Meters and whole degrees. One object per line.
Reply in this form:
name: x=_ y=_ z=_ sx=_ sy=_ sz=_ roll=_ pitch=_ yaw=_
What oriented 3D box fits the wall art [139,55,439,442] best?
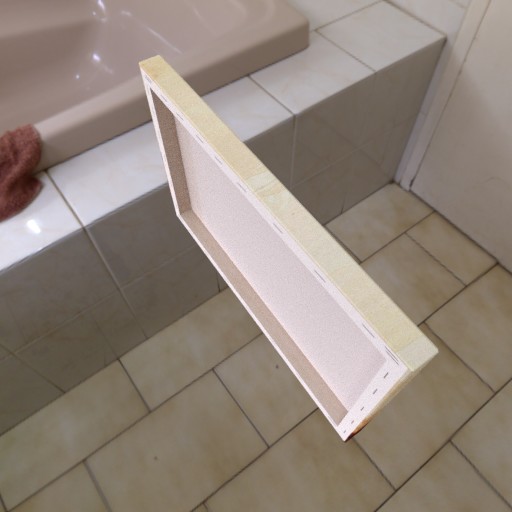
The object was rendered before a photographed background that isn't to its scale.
wall art: x=0.000 y=0.000 z=0.754 sx=0.040 sy=0.402 sz=0.613 roll=-30 pitch=62 yaw=-18
